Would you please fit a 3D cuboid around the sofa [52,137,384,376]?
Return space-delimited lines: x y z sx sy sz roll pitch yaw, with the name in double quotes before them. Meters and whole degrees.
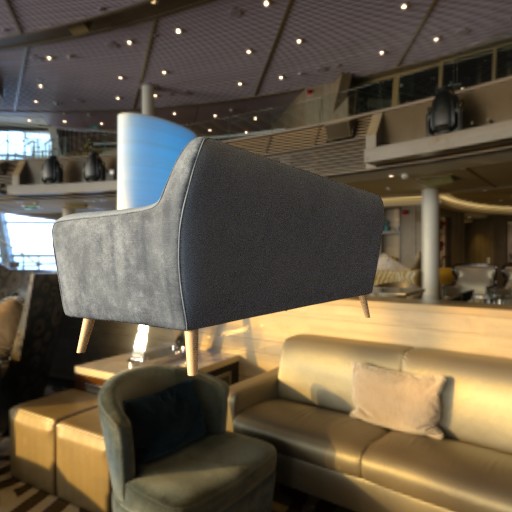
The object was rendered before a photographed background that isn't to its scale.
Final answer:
"sofa" 0.000 0.000 2.454 0.841 0.832 1.975 0 0 34
